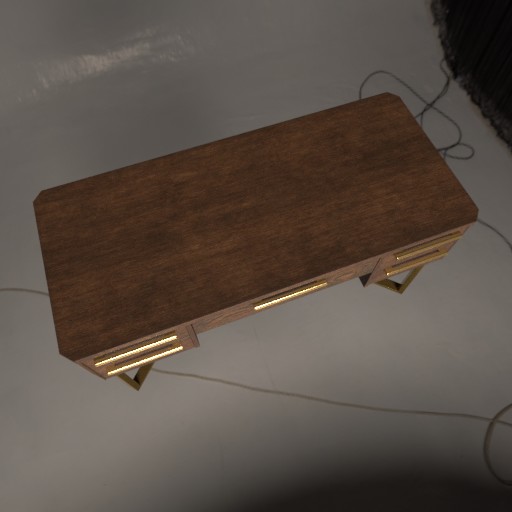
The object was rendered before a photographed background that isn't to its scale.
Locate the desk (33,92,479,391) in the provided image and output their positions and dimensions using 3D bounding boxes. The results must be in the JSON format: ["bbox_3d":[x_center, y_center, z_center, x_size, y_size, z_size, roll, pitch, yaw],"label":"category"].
[{"bbox_3d":[0.000,0.000,1.915,1.479,0.762,0.684,-18,65,-9],"label":"desk"}]
